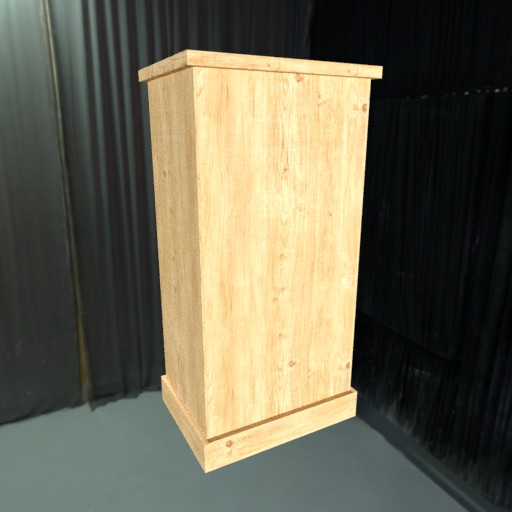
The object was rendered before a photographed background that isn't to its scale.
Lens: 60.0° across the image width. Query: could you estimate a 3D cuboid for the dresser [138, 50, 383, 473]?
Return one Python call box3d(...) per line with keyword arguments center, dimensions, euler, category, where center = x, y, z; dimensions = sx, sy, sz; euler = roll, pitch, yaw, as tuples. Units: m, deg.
box3d(center=(0.000, 0.000, 1.328), dimensions=(0.531, 1.041, 0.390), euler=(-8, 18, -27), category="dresser")
